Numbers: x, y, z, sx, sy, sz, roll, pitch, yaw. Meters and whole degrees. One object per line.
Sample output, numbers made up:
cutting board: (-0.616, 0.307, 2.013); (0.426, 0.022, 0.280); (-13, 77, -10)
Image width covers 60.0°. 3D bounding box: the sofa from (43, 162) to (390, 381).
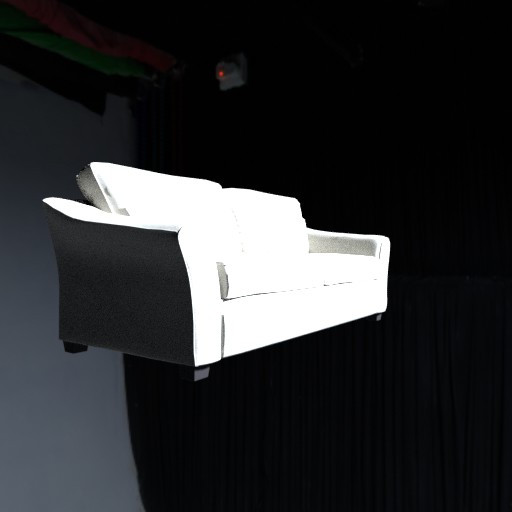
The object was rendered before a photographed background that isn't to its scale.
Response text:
sofa: (0.000, 0.000, 2.779); (0.980, 0.965, 2.270); (0, 1, 36)
